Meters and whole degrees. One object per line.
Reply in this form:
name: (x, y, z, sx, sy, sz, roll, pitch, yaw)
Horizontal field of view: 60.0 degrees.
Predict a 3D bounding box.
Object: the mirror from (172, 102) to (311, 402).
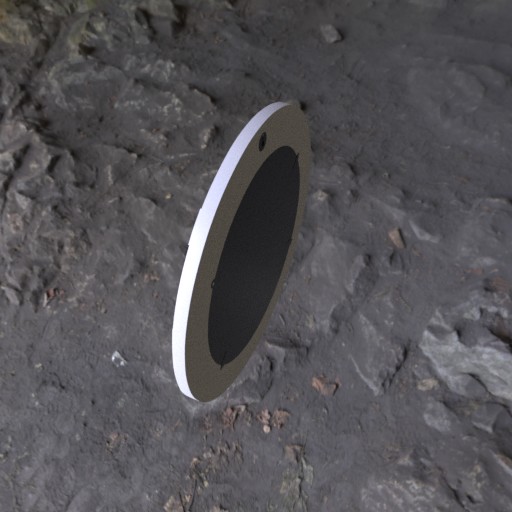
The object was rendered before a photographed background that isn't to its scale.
mirror: (0.000, 0.000, 1.378, 0.038, 0.914, 0.914, 18, 49, 16)
